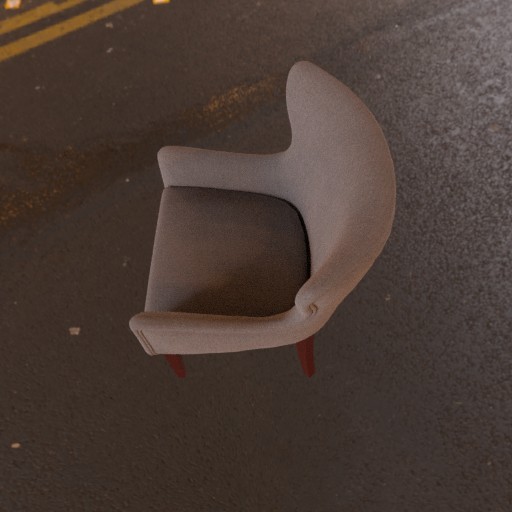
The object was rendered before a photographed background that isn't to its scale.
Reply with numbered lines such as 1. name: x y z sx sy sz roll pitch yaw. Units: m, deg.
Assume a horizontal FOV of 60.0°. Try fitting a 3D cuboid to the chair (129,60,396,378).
1. chair: 0.000 0.000 1.454 0.677 0.948 0.732 1 59 0
